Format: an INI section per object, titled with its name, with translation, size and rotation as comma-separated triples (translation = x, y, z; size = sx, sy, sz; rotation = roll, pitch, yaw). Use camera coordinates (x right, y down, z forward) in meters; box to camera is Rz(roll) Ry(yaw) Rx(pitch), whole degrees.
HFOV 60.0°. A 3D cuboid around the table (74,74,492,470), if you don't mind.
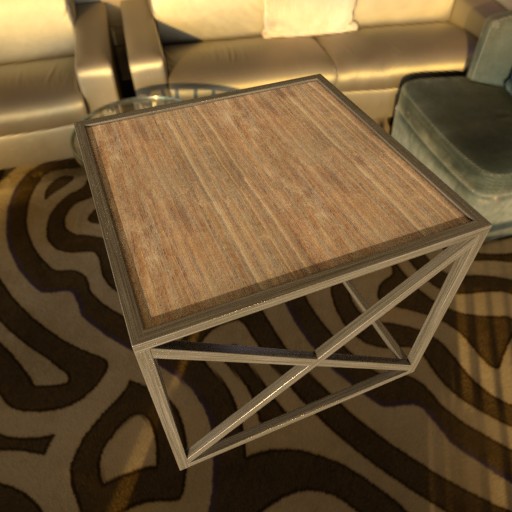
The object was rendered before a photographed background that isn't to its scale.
[table]
translation = 0.000, 0.000, 1.043
size = 0.611, 0.507, 0.609
rotation = -17, 50, -15
